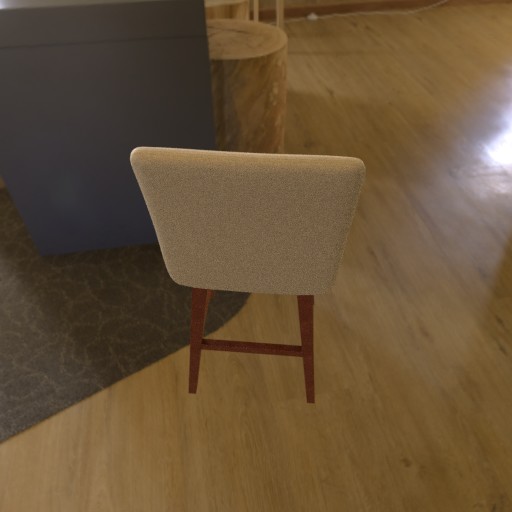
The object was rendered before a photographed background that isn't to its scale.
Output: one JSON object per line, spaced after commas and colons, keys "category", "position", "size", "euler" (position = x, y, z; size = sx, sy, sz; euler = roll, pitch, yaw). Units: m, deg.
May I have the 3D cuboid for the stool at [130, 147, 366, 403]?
{"category": "stool", "position": [0.000, 0.000, 1.387], "size": [0.470, 1.092, 0.559], "euler": [4, 48, 3]}
